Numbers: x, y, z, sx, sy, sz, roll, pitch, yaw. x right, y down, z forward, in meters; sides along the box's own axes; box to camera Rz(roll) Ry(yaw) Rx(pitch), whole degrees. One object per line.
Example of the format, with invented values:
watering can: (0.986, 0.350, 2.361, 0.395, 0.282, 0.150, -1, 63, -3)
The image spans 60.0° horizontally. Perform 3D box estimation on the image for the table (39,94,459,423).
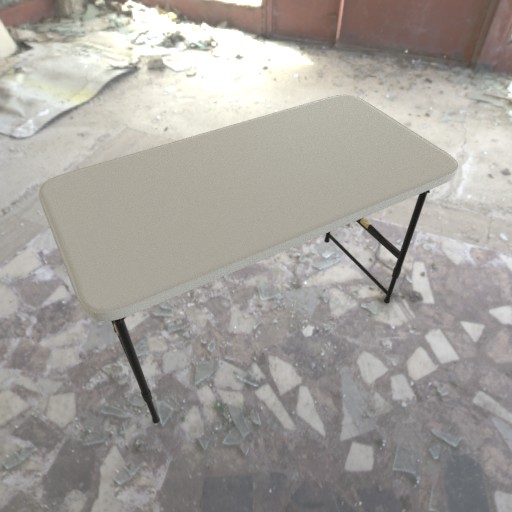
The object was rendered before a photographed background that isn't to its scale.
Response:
table: (0.000, 0.000, 1.644, 1.219, 0.737, 0.610, -22, 50, -20)
